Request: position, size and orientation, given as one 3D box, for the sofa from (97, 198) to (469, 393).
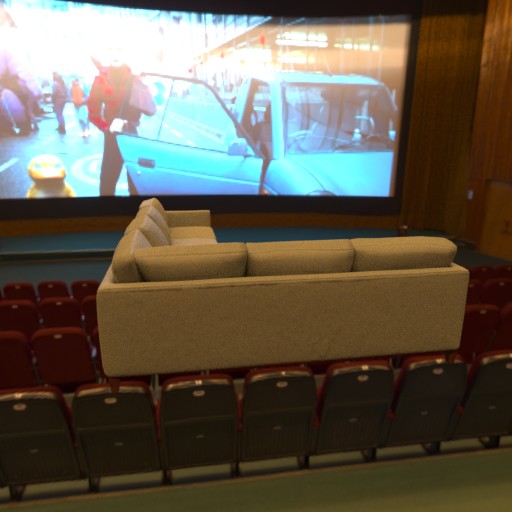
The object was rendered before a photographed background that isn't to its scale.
[{"bbox_3d":[0.000,0.000,4.547,2.592,0.947,3.301,-2,15,-9],"label":"sofa"}]
